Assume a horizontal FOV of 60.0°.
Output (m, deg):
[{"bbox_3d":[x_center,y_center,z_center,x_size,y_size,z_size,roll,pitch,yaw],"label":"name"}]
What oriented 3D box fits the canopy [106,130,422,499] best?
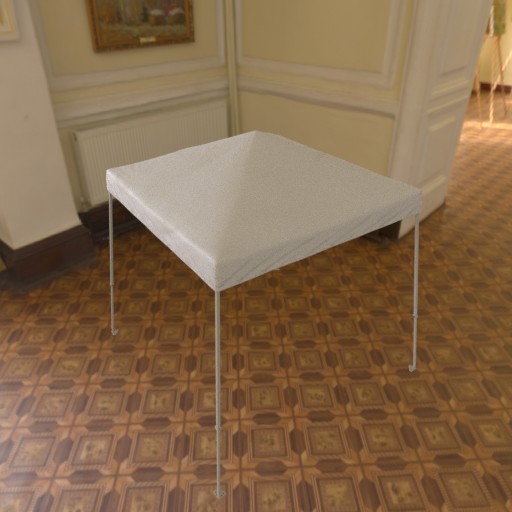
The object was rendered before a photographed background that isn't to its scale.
[{"bbox_3d":[0.000,0.000,6.377,3.600,3.600,3.599,-20,37,-29],"label":"canopy"}]
